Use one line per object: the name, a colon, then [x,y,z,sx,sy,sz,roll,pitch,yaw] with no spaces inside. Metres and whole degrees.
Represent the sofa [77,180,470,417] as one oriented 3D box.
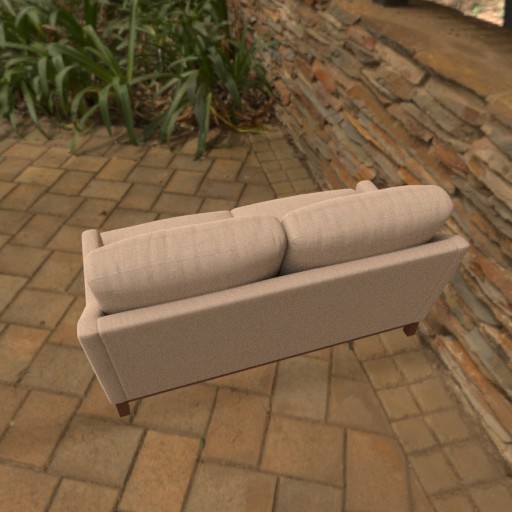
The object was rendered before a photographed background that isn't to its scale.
sofa: [0.000,0.000,2.194,1.619,0.910,1.004,-12,41,-14]
